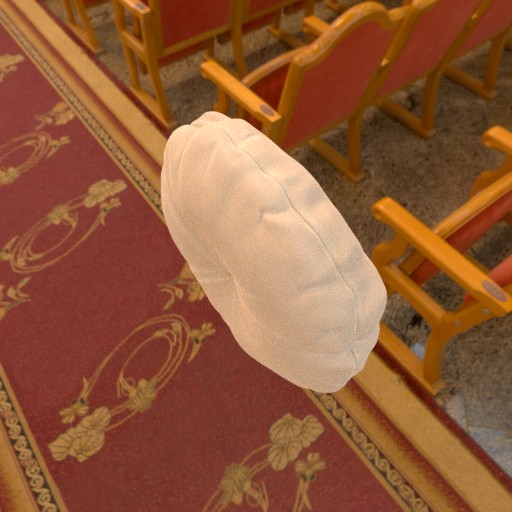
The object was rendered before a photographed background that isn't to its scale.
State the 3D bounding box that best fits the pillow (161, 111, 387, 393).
[{"bbox_3d":[0.000,0.000,0.644,0.148,0.407,0.428,-32,62,-19],"label":"pillow"}]
